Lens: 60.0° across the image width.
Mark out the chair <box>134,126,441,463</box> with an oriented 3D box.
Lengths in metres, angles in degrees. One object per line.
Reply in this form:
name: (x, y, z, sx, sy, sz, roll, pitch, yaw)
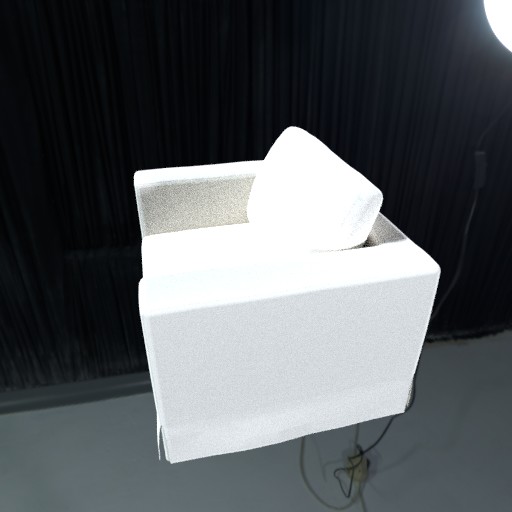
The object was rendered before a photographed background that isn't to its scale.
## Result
chair: (0.000, 0.000, 1.854, 0.957, 0.878, 1.150, -7, 32, -12)
